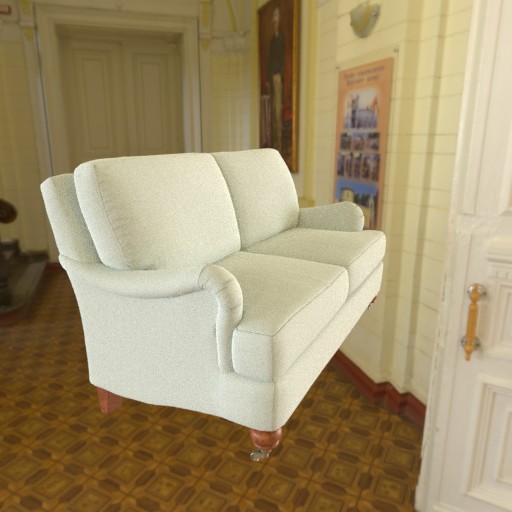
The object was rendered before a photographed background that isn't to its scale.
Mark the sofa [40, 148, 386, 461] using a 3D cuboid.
[{"bbox_3d":[0.000,0.000,2.422,1.084,1.101,1.853,8,17,26],"label":"sofa"}]
